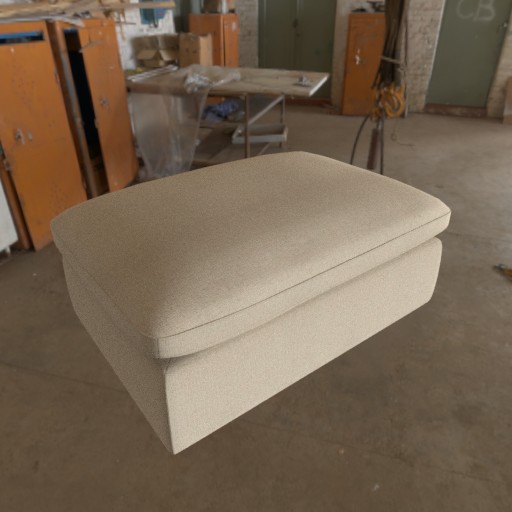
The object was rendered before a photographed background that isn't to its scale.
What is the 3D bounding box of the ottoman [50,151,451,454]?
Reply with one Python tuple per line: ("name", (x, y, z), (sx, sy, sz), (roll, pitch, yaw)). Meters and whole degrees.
("ottoman", (0.000, 0.000, 1.329), (0.984, 0.453, 0.686), (-21, 36, -32))
